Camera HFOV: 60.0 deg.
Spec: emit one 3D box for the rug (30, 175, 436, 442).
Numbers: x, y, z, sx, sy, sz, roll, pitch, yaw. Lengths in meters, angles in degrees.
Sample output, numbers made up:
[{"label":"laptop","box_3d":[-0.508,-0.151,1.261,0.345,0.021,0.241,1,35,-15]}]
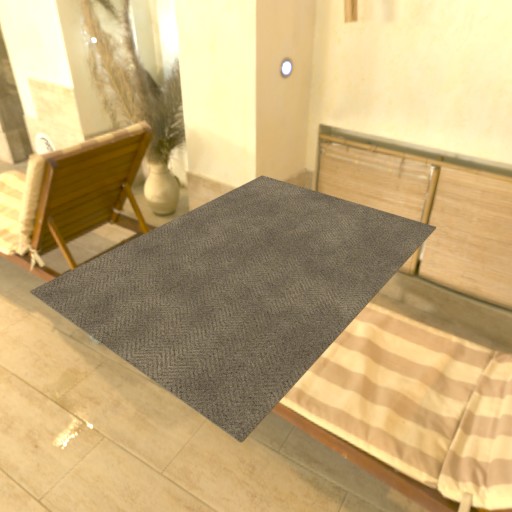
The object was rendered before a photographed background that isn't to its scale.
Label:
[{"label":"rug","box_3d":[0.000,0.000,2.903,1.600,0.008,2.235,23,39,31]}]
